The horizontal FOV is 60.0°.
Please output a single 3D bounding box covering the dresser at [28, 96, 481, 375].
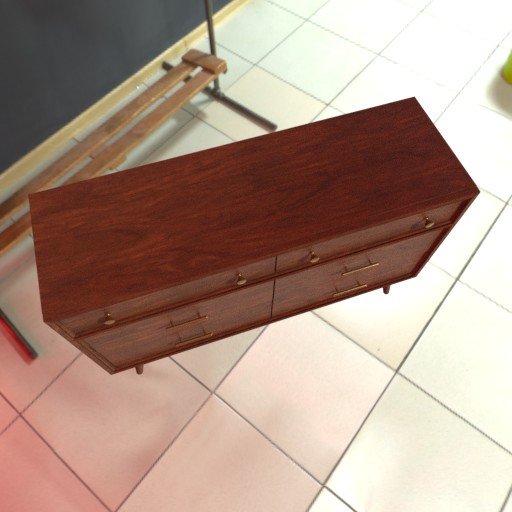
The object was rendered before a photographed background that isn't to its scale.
[{"bbox_3d":[0.000,0.000,1.904,1.472,0.889,0.500,-16,64,-8],"label":"dresser"}]
